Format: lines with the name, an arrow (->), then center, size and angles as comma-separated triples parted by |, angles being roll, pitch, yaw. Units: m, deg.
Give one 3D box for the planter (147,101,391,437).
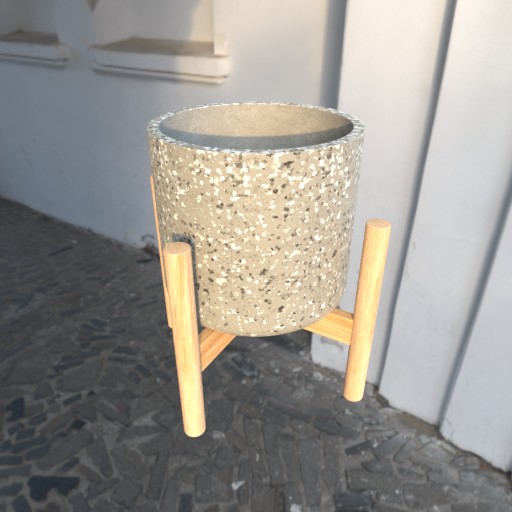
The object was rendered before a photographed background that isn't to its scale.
planter -> 0.000, 0.000, 0.539 | 0.284, 0.320, 0.284 | -21, 36, -32
